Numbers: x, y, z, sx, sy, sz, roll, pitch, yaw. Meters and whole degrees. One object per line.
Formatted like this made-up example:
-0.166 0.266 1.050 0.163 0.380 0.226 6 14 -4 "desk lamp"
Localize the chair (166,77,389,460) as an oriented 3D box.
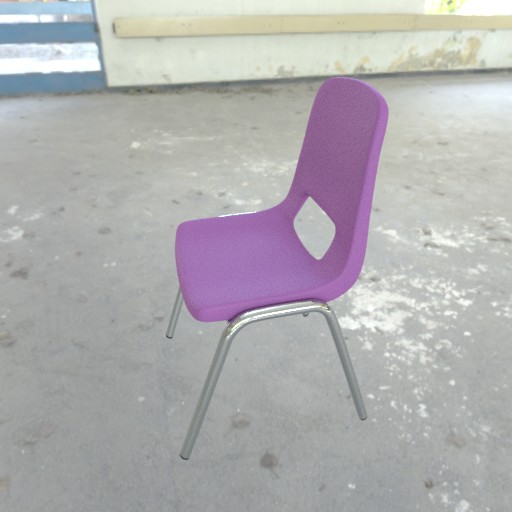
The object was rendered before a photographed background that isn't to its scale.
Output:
0.000 0.000 0.678 0.301 0.493 0.291 -7 32 -12 "chair"
